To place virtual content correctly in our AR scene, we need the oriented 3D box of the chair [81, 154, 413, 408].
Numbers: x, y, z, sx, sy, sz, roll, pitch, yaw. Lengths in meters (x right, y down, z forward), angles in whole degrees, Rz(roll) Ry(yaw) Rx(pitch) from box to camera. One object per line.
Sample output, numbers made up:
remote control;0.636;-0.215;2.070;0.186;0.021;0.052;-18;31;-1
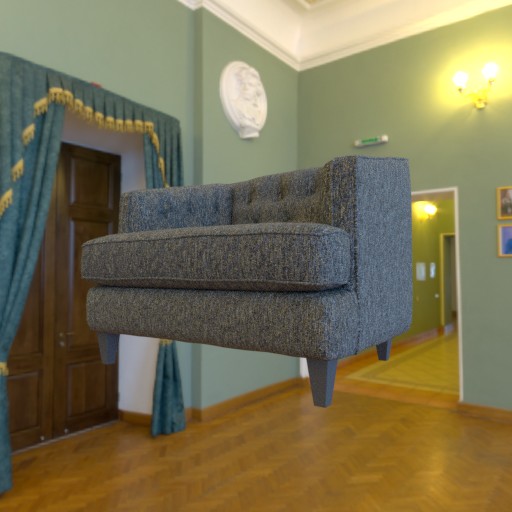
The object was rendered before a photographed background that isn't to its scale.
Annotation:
chair;0.000;0.000;1.785;1.104;0.852;0.941;-1;-2;36
